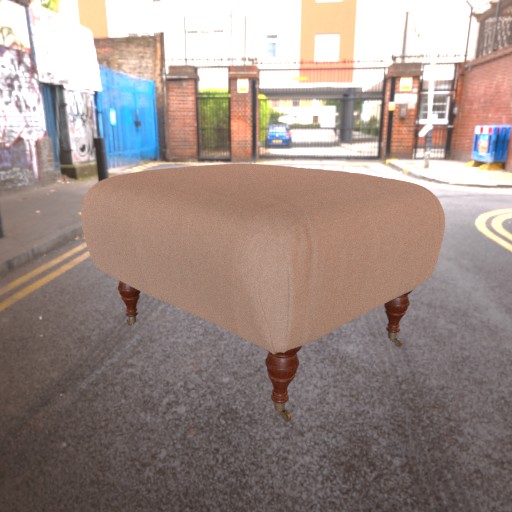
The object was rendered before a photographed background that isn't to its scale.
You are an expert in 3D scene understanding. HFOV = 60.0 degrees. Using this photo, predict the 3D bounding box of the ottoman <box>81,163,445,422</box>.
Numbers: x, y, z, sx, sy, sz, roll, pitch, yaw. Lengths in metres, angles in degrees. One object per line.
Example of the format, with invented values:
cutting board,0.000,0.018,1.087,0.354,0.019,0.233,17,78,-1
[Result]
ottoman,0.000,0.000,1.153,0.639,0.450,0.746,-15,22,-42
